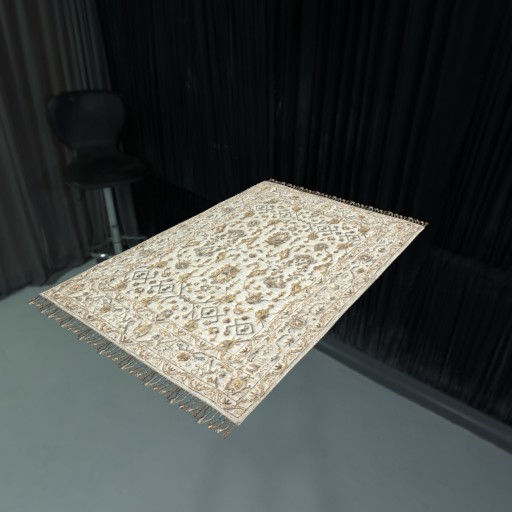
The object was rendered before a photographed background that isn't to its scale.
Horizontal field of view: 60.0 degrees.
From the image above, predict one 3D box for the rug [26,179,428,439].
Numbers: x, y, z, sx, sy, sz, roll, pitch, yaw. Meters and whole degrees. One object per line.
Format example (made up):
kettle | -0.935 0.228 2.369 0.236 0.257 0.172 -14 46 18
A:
rug | 0.000 0.000 3.008 1.529 0.027 2.434 22 38 31
